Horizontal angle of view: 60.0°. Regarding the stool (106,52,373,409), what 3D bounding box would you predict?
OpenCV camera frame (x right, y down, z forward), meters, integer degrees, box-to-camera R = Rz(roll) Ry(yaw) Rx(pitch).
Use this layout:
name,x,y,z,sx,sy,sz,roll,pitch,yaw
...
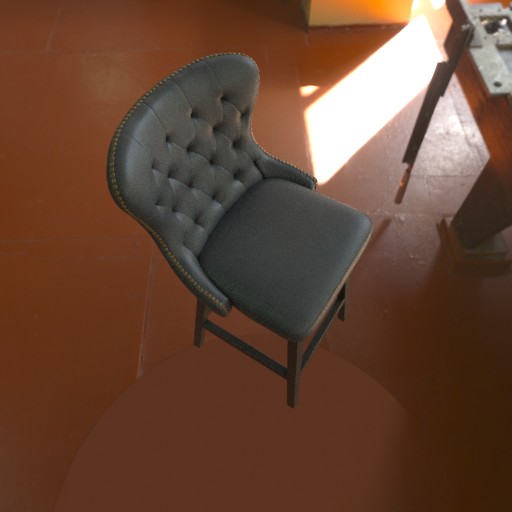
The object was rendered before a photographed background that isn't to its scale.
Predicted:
name,x,y,z,sx,sy,sz,roll,pitch,yaw
stool,0.000,0.000,1.342,0.593,0.971,0.528,29,62,17
